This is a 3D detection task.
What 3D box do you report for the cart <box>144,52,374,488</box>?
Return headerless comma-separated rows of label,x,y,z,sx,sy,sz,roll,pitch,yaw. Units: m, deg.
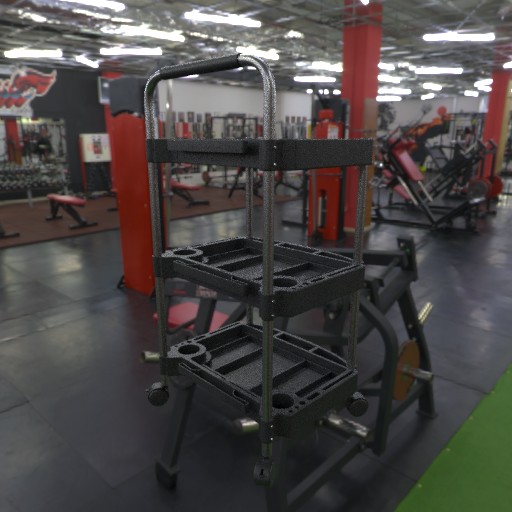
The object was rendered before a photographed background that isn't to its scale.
cart,0.000,0.000,1.370,0.518,1.075,0.584,-14,20,-42
